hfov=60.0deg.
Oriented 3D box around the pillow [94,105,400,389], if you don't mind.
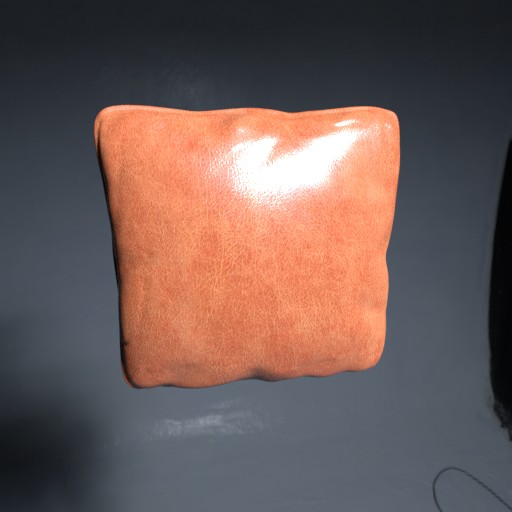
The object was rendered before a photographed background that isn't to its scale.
[{"bbox_3d":[0.000,0.000,0.814,0.532,0.523,0.236,-2,17,-8],"label":"pillow"}]
